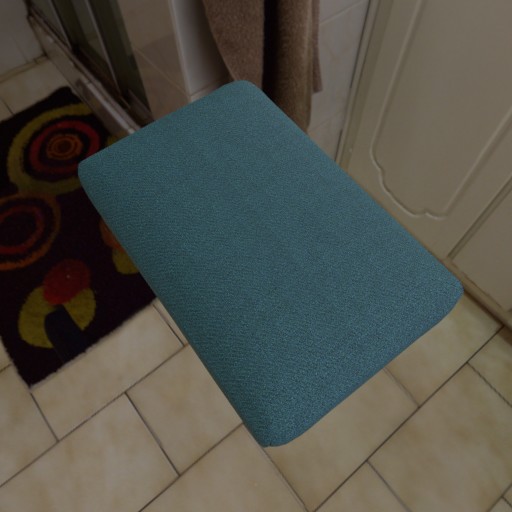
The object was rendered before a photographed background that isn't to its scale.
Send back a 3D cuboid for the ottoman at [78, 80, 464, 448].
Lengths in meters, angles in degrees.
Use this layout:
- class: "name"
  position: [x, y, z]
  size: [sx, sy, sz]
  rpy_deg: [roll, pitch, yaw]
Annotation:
- class: "ottoman"
  position: [0.000, 0.000, 1.202]
  size: [0.563, 0.498, 0.856]
  rpy_deg: [-33, 67, -16]
